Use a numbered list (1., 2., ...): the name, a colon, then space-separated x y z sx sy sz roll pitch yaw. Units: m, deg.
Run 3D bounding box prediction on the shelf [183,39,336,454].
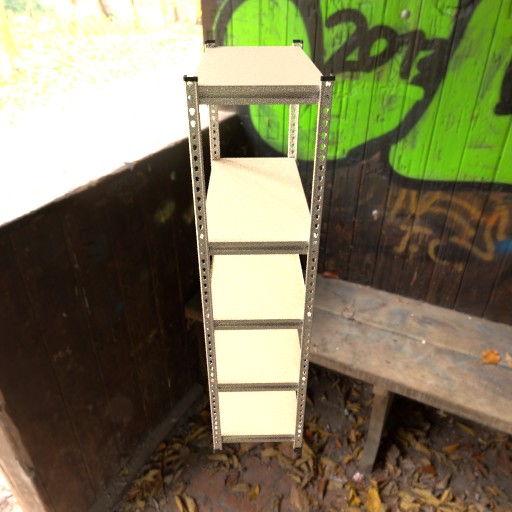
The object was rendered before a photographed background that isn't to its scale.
1. shelf: 0.000 0.000 2.185 0.457 1.829 0.914 -1 32 -1
